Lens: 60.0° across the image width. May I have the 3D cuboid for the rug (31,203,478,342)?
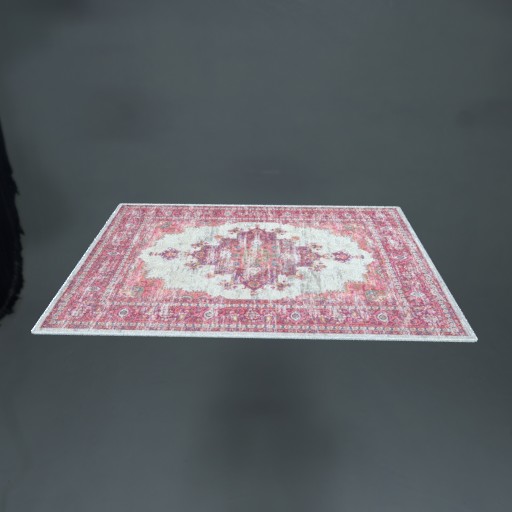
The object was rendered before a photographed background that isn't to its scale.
[{"bbox_3d":[0.000,0.000,2.247,1.747,0.011,1.217,1,31,1],"label":"rug"}]
